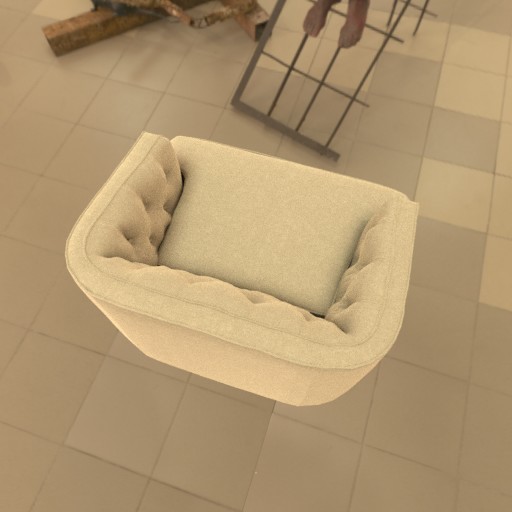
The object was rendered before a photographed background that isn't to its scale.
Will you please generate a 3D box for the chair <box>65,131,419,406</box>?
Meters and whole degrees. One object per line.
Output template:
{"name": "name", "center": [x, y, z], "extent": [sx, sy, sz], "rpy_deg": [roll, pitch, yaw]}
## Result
{"name": "chair", "center": [0.000, 0.000, 1.775], "extent": [1.104, 0.852, 0.941], "rpy_deg": [16, 65, 8]}
